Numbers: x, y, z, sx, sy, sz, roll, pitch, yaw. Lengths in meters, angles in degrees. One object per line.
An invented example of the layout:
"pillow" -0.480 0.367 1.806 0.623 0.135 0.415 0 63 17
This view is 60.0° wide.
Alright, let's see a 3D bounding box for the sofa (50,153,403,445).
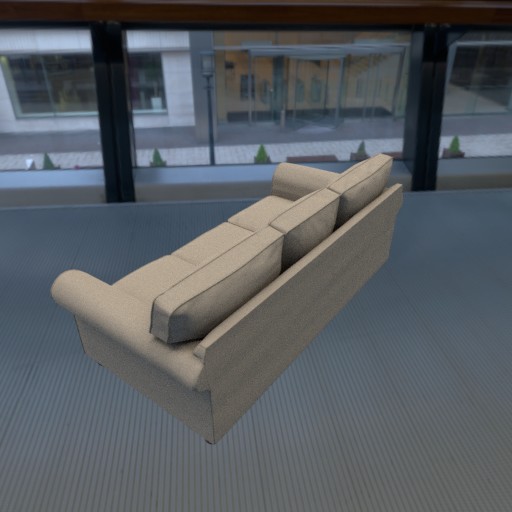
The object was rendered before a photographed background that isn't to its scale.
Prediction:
"sofa" 0.000 0.000 2.698 0.998 0.889 2.118 22 38 31
